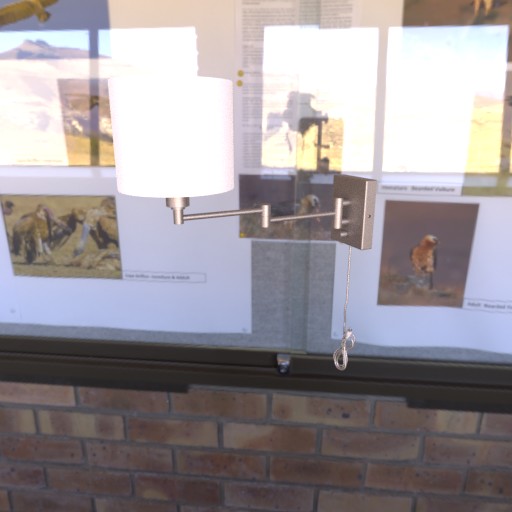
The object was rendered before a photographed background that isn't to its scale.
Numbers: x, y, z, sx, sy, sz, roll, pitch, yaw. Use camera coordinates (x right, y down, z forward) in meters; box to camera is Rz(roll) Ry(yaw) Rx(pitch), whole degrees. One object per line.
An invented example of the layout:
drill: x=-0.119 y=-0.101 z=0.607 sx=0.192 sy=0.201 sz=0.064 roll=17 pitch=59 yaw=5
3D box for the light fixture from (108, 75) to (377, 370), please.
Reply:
light fixture: x=0.000 y=0.000 z=0.900 sx=0.516 sy=0.651 sz=0.203 roll=-8 pitch=19 yaw=-25
